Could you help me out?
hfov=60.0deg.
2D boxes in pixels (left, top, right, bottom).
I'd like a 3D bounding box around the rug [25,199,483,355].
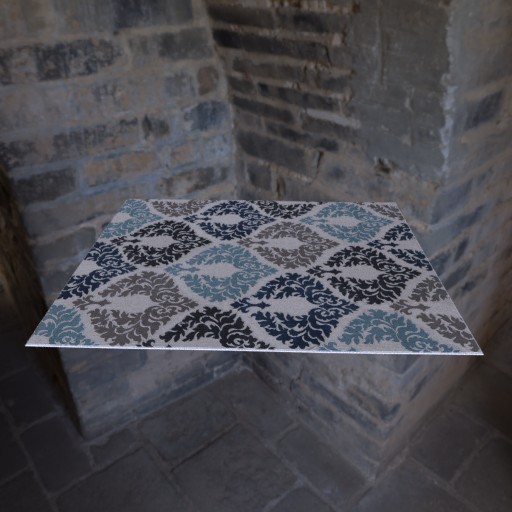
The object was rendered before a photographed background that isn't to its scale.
[{"bbox_3d":[0.000,0.000,3.958,3.040,0.014,2.423,1,31,1],"label":"rug"}]
